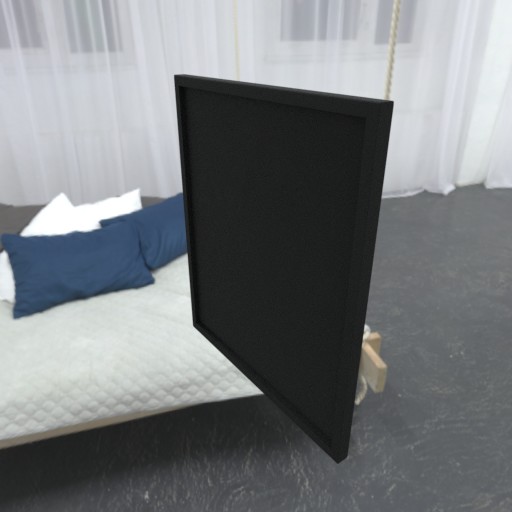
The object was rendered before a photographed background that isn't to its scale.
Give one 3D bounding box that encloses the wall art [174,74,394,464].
[{"bbox_3d":[0.000,0.000,0.701,0.021,0.508,0.432,-18,32,-32],"label":"wall art"}]
